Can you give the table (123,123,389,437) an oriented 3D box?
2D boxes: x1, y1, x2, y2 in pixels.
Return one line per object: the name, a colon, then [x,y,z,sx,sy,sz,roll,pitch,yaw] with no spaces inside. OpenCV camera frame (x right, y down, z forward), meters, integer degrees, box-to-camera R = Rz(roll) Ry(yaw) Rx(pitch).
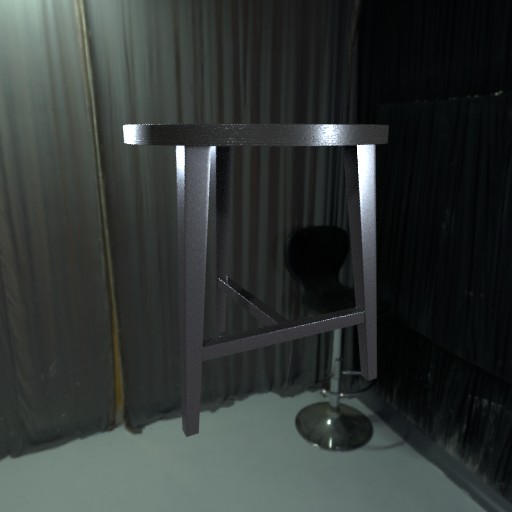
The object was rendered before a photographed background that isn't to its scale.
table: [0.000,0.000,0.940,0.500,0.531,0.500,0,16,0]
